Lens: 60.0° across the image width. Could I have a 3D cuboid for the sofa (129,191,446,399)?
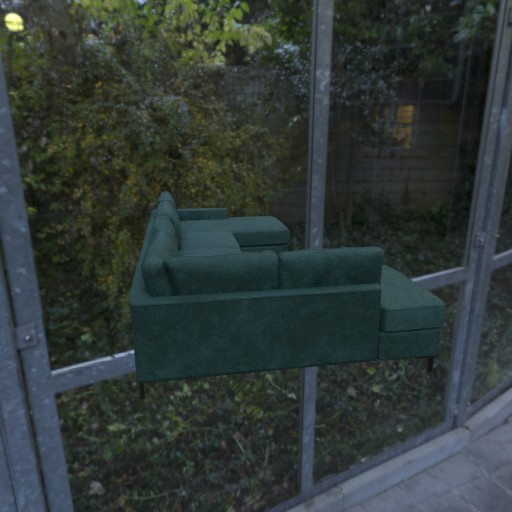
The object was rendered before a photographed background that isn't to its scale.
[{"bbox_3d":[0.000,0.000,4.069,1.992,0.861,2.994,-3,17,-10],"label":"sofa"}]
